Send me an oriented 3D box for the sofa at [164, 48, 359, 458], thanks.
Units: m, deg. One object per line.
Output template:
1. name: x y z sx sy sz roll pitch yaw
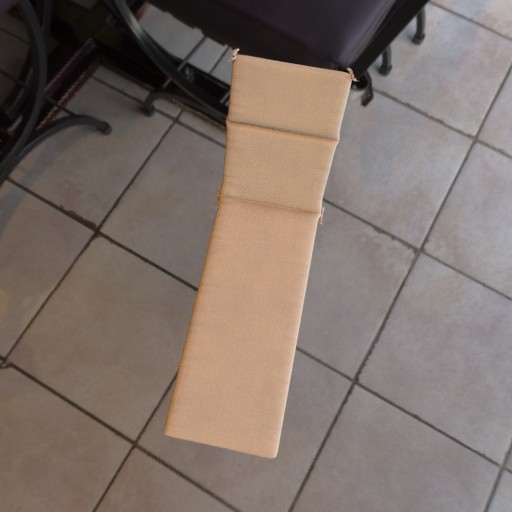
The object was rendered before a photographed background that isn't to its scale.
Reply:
1. sofa: 0.000 0.000 1.959 0.582 0.622 1.663 11 74 3
